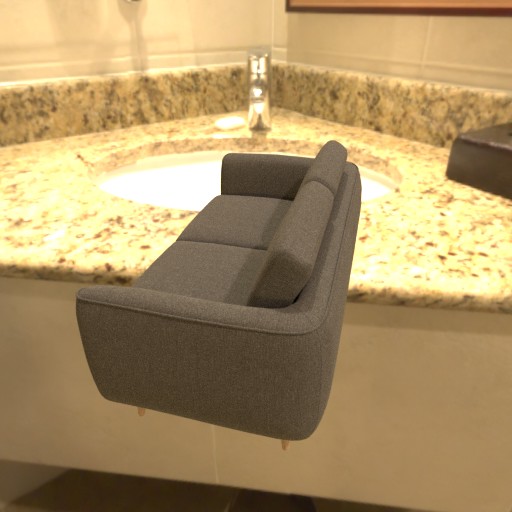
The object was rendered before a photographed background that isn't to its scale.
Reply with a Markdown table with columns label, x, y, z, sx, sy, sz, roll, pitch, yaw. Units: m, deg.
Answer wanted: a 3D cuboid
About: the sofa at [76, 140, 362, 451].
| label | x | y | z | sx | sy | sz | roll | pitch | yaw |
| --- | --- | --- | --- | --- | --- | --- | --- | --- | --- |
| sofa | 0.000 | 0.000 | 2.165 | 0.920 | 0.870 | 1.700 | 8 | 31 | 13 |
